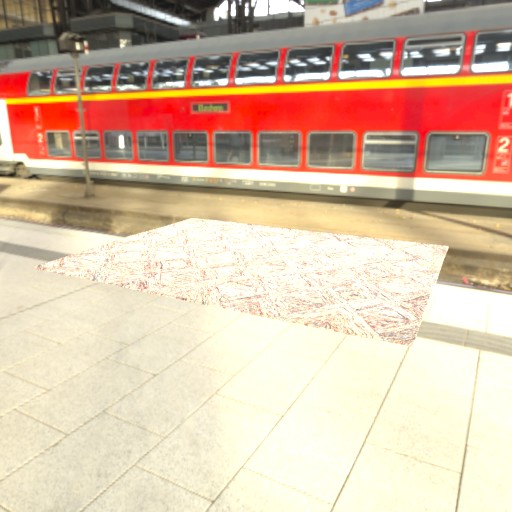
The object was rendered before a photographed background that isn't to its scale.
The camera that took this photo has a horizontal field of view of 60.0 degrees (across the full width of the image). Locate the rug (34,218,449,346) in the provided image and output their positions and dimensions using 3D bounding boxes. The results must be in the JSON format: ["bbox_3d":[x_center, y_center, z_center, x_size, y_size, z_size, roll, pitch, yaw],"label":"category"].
[{"bbox_3d":[0.000,0.000,4.238,3.226,0.024,2.436,8,18,26],"label":"rug"}]
